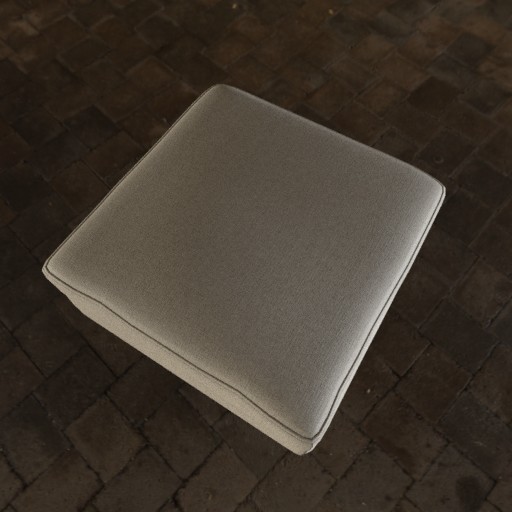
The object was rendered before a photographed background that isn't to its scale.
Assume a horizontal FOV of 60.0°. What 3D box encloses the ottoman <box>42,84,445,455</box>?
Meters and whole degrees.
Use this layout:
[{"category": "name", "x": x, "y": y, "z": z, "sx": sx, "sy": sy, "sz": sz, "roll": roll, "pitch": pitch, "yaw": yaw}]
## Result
[{"category": "ottoman", "x": 0.000, "y": 0.000, "z": 1.368, "sx": 0.838, "sy": 0.478, "sz": 0.838, "roll": 29, "pitch": 66, "yaw": 14}]
